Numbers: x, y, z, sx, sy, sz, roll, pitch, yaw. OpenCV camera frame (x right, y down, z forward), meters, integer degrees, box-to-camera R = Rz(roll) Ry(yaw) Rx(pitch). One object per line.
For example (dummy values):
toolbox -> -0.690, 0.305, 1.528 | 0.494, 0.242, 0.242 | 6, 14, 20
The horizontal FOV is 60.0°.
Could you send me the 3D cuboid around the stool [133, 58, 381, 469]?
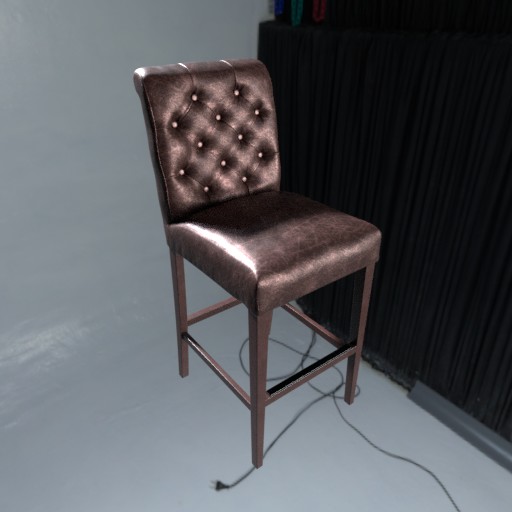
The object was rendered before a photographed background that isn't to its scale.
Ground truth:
stool -> 0.000, 0.000, 1.504 | 0.483, 1.168, 0.659 | -20, 35, -32
